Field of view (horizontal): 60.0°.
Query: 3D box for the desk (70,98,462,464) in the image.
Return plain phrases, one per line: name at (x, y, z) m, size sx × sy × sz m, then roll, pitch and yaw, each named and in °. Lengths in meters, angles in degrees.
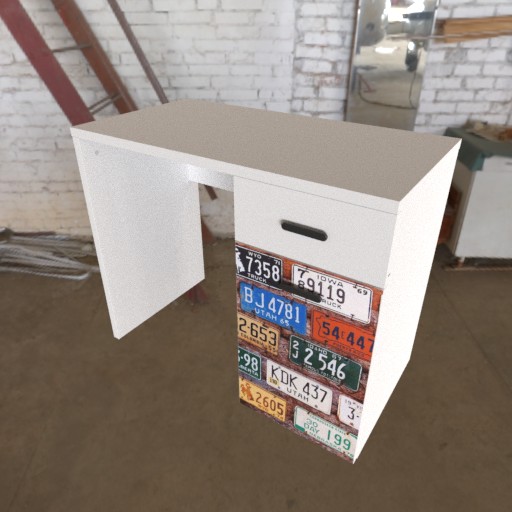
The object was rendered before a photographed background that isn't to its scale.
desk at (0.000, 0.000, 1.320) m, size 0.898 × 0.730 × 0.482 m, roll 19°, pitch 35°, yaw 29°
